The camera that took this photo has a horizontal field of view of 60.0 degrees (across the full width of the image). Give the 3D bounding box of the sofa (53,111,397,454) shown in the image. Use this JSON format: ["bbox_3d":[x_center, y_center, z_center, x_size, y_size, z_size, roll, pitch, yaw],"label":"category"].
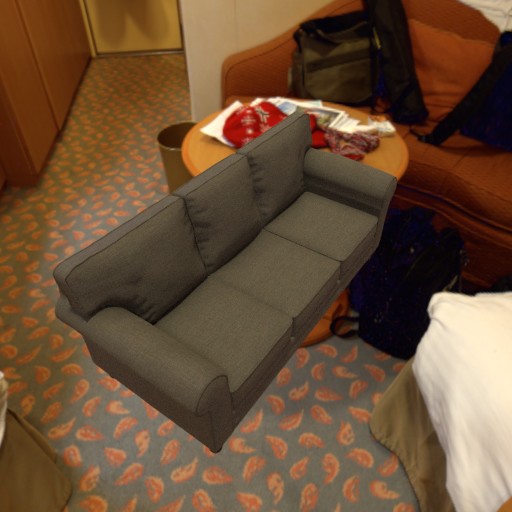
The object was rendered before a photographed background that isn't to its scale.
[{"bbox_3d":[0.000,0.000,2.642,0.909,0.966,2.084,25,47,26],"label":"sofa"}]
